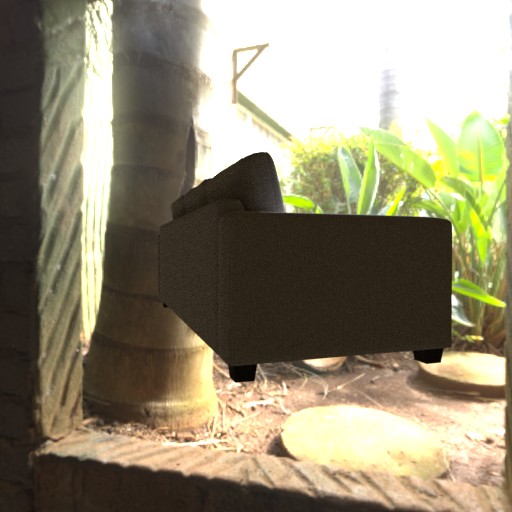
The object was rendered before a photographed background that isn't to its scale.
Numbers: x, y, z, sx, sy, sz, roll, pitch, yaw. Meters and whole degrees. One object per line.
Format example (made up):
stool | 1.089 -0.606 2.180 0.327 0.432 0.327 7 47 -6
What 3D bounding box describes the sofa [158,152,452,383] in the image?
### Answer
sofa | 0.000 0.000 2.544 0.900 0.800 2.120 0 1 -18
